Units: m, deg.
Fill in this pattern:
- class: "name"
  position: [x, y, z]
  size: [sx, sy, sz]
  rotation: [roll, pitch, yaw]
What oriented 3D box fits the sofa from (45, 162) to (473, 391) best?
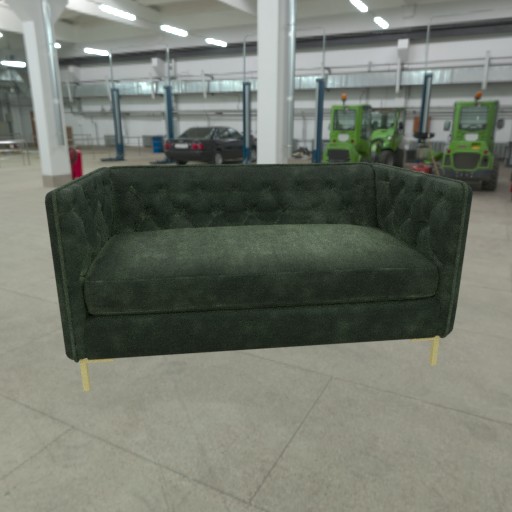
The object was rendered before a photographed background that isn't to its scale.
- class: "sofa"
  position: [0.000, 0.000, 2.044]
  size: [1.537, 0.768, 0.895]
  rotation: [-2, 17, -7]
